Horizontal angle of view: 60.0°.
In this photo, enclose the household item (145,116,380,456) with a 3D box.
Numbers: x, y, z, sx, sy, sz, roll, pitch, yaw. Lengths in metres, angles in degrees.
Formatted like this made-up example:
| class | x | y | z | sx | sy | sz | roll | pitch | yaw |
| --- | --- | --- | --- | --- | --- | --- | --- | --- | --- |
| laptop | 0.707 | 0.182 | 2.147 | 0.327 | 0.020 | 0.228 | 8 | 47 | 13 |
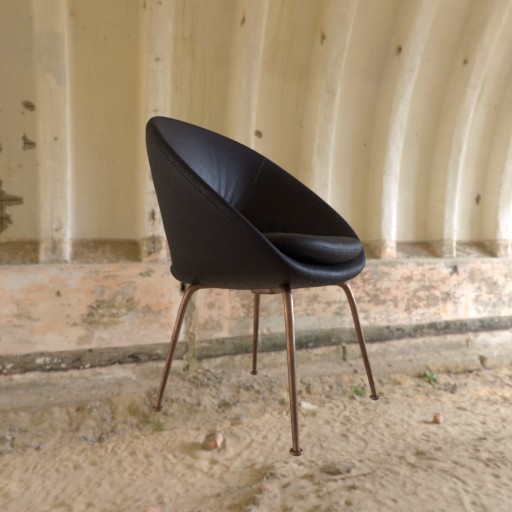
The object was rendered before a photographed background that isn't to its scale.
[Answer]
| class | x | y | z | sx | sy | sz | roll | pitch | yaw |
| --- | --- | --- | --- | --- | --- | --- | --- | --- | --- |
| household item | 0.000 | 0.000 | 1.286 | 0.573 | 0.852 | 0.623 | 0 | 1 | 37 |
